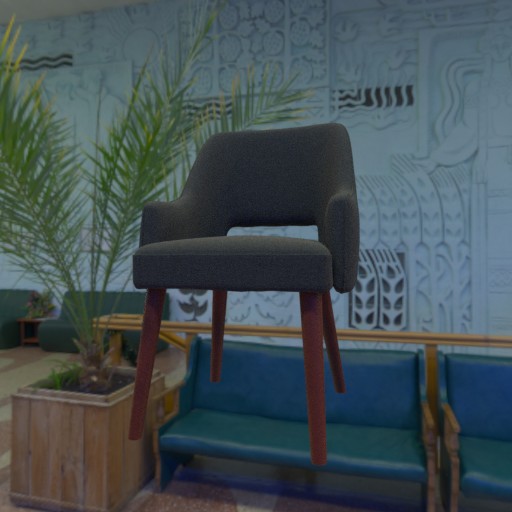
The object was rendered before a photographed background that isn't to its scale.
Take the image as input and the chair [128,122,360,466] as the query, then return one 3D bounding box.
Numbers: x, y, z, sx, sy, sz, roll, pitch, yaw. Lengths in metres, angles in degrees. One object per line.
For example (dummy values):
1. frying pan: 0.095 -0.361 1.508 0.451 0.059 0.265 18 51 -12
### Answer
1. chair: 0.000 0.000 1.214 0.559 0.838 0.560 0 0 17
